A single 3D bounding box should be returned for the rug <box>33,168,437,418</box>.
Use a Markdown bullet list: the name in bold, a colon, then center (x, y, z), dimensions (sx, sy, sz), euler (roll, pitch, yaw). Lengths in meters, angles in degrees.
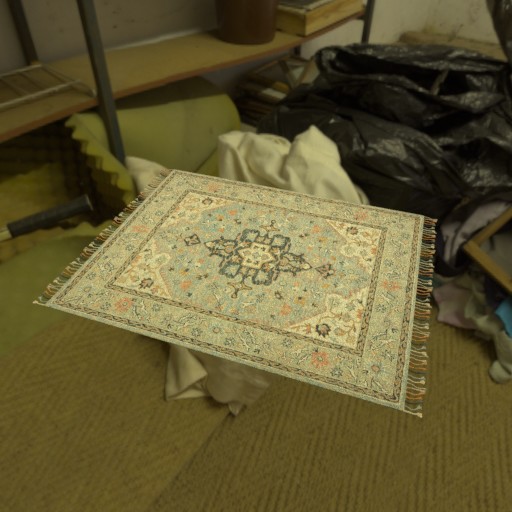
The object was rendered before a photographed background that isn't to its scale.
- **rug**: center (0.000, 0.000, 3.472), dimensions (2.651, 0.010, 1.971), euler (13, 43, 14)
